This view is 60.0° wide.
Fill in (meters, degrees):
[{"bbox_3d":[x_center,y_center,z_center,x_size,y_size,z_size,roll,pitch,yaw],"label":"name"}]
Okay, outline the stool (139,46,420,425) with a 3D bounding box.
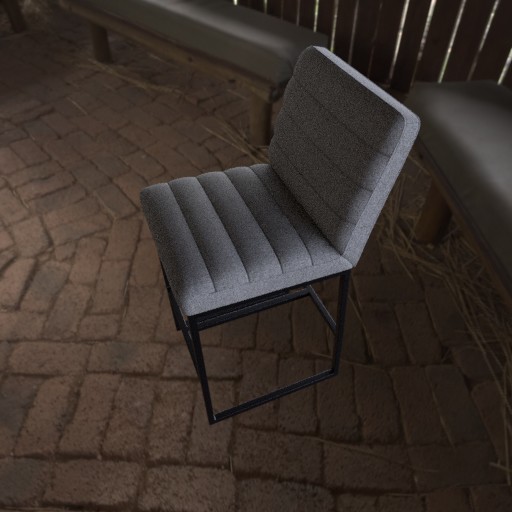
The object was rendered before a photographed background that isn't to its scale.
[{"bbox_3d":[0.000,0.000,1.348,0.571,1.034,0.459,-16,48,-16],"label":"stool"}]
